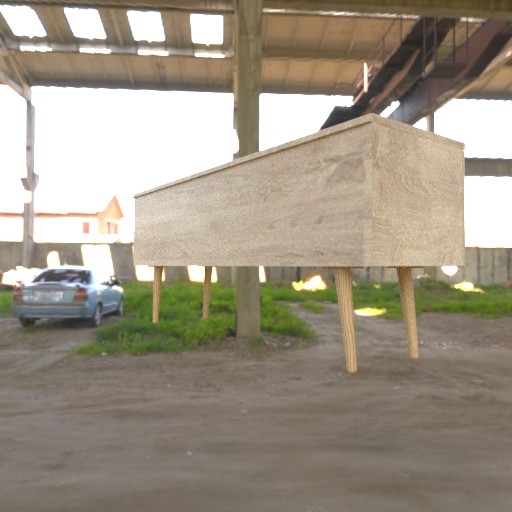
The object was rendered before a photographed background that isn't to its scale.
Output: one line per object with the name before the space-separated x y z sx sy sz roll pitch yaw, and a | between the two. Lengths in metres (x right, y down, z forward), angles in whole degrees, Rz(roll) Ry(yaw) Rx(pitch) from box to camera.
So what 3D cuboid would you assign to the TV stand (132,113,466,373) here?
TV stand | 0.000 0.000 1.551 0.401 0.565 1.313 1 -2 -37
